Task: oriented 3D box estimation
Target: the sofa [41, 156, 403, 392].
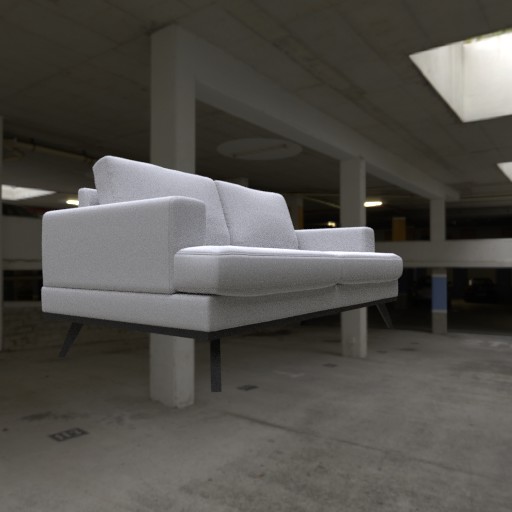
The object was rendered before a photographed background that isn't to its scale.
[{"bbox_3d":[0.000,0.000,2.148,0.920,0.810,1.650,-1,-1,36],"label":"sofa"}]
